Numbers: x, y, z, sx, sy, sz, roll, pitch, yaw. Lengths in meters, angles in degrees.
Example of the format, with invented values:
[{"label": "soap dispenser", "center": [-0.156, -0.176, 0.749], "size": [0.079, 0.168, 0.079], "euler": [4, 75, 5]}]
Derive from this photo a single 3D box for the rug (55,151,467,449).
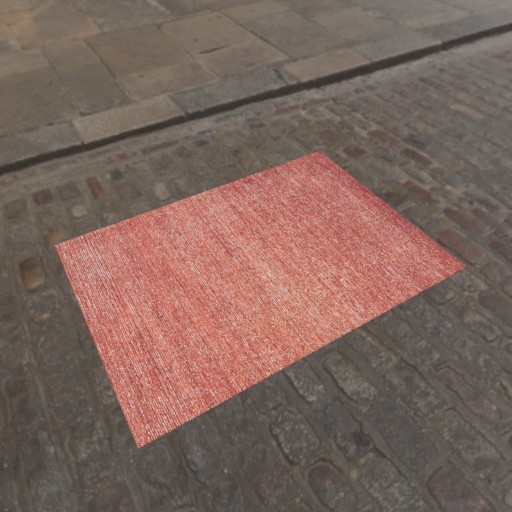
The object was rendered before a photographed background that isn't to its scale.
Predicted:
[{"label": "rug", "center": [0.000, 0.000, 5.206], "size": [3.965, 0.025, 2.803], "euler": [-23, 50, -21]}]
